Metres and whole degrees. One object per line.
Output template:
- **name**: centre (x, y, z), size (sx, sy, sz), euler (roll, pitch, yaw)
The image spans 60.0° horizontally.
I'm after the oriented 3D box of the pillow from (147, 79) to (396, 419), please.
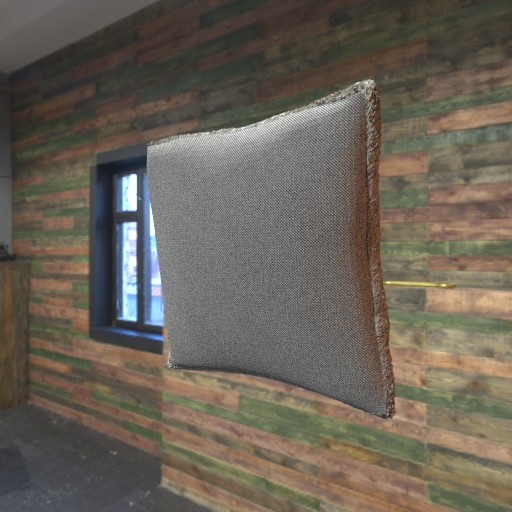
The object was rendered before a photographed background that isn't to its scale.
- **pillow**: centre (0.000, 0.000, 0.839), size (0.529, 0.515, 0.218), euler (0, 0, 38)
